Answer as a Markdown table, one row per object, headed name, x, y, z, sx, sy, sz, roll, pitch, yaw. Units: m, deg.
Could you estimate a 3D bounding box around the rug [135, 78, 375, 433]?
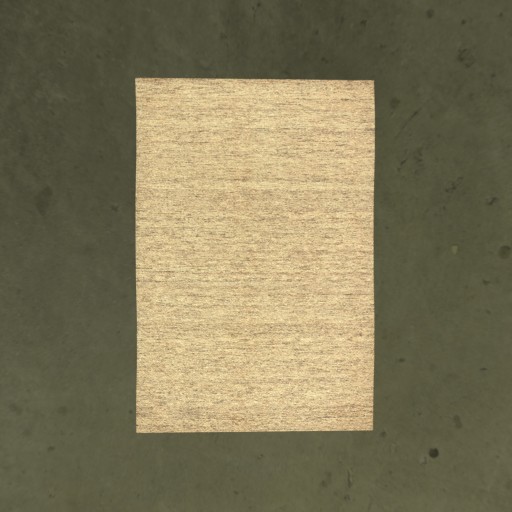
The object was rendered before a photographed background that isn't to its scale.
| name | x | y | z | sx | sy | sz | roll | pitch | yaw |
| --- | --- | --- | --- | --- | --- | --- | --- | --- | --- |
| rug | 0.000 | 0.000 | 2.873 | 1.547 | 0.013 | 2.283 | 0 | 91 | -2 |
